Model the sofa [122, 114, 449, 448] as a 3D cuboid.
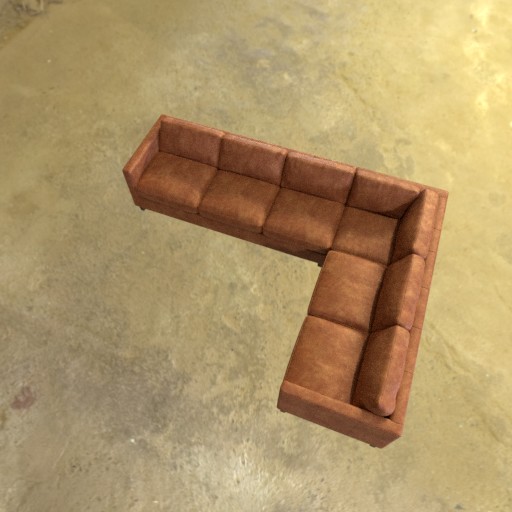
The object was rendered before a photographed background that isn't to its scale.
[{"bbox_3d":[0.000,0.000,4.279,3.167,0.838,2.438,18,60,11],"label":"sofa"}]
